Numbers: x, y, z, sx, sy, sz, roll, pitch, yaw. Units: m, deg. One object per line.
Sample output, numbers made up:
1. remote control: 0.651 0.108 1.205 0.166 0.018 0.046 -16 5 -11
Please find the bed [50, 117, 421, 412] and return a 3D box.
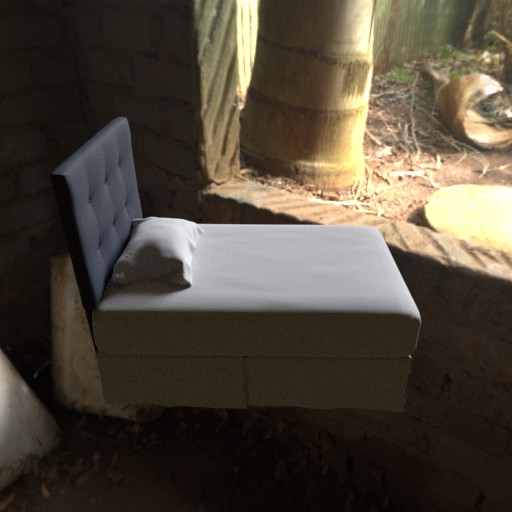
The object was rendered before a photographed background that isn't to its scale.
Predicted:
1. bed: 0.000 0.000 2.983 1.997 1.571 1.261 1 31 1
